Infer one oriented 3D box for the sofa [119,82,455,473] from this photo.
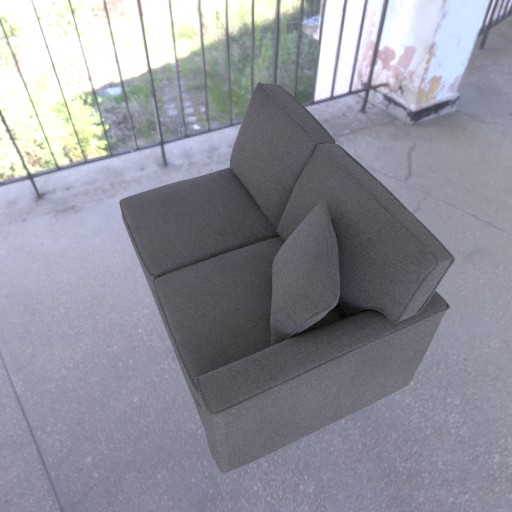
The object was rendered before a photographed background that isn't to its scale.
[{"bbox_3d":[0.000,0.000,2.051,0.991,0.989,1.388,-19,49,-17],"label":"sofa"}]
